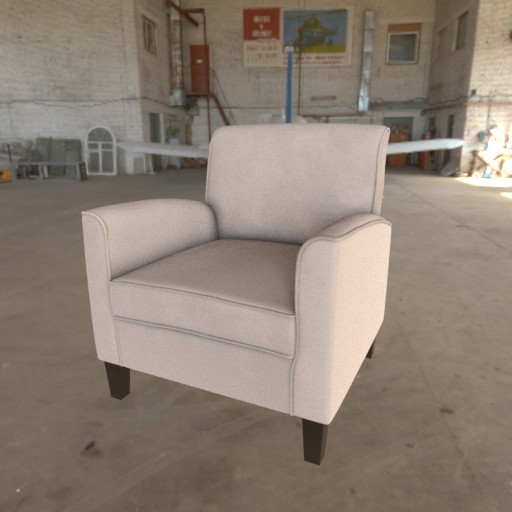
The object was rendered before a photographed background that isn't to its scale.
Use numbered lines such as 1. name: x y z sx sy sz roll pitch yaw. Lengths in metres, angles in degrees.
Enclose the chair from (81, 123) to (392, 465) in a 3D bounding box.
1. chair: 0.000 0.000 1.570 0.820 0.915 0.821 7 17 25
